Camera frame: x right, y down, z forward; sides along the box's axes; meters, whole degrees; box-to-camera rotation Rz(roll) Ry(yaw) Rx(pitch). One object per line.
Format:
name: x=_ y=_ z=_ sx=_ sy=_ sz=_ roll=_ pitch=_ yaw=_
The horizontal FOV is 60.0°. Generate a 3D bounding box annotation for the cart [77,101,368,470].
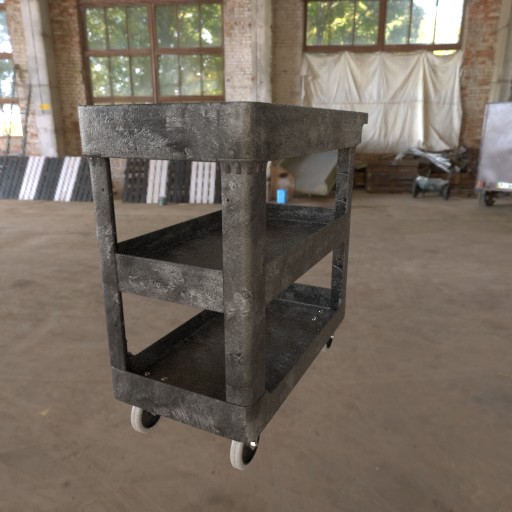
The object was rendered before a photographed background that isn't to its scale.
cart: x=0.000 y=0.000 z=1.316 sx=0.420 sy=0.824 sz=0.877 roll=8 pitch=18 yaw=25
